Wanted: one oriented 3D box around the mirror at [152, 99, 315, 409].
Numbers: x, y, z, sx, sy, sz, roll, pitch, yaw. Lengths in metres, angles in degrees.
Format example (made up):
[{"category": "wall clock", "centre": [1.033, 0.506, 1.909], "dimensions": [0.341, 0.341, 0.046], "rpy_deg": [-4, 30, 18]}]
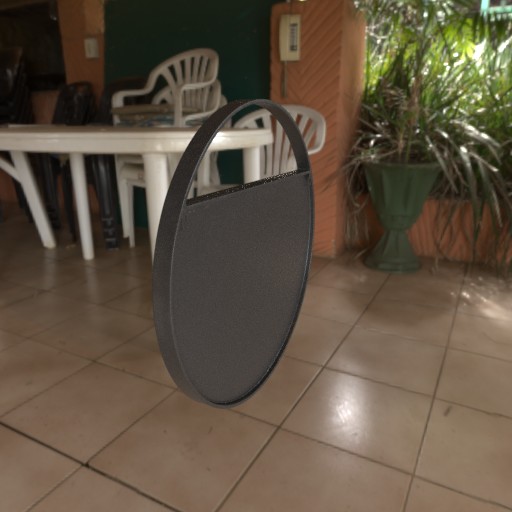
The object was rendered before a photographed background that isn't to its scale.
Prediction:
[{"category": "mirror", "centre": [0.000, 0.000, 0.847], "dimensions": [0.032, 0.565, 0.565], "rpy_deg": [9, 19, 26]}]
